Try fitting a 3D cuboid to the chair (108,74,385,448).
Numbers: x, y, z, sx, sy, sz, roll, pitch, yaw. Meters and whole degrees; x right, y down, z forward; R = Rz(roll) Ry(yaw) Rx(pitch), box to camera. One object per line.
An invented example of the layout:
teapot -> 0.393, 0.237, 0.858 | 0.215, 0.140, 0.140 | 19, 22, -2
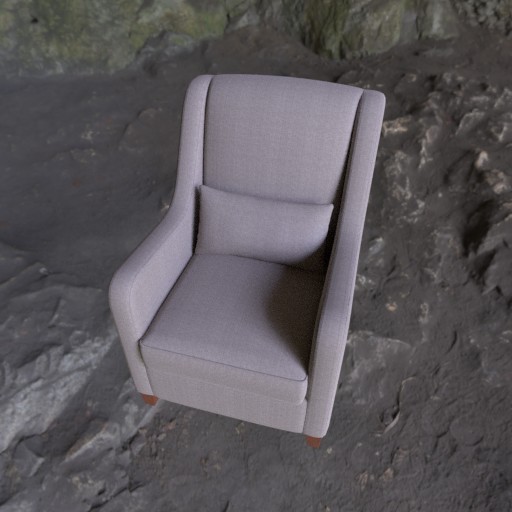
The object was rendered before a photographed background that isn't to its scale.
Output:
chair -> 0.000, 0.000, 1.613 | 0.715, 1.017, 0.890 | 10, 41, 12
